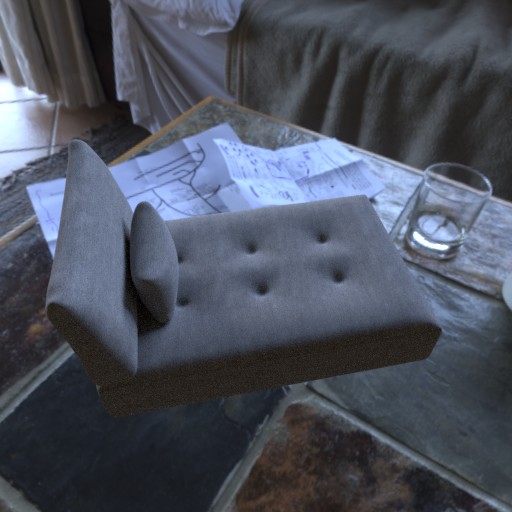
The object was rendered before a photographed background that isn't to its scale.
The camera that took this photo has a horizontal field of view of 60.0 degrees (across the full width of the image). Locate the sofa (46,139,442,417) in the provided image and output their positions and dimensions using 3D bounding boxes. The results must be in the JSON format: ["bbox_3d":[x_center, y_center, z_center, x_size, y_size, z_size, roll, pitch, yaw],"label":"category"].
[{"bbox_3d":[0.000,0.000,1.950,1.450,0.820,0.930,-8,48,-8],"label":"sofa"}]
